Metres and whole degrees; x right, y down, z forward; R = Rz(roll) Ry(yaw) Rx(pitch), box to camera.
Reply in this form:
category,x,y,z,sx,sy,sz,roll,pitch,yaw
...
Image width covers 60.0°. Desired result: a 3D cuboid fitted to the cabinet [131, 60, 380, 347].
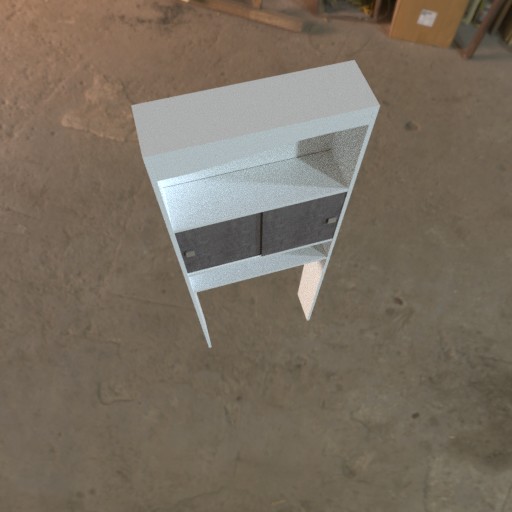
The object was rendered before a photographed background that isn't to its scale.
category,x,y,z,sx,sy,sz,roll,pitch,yaw
cabinet,0.000,0.000,1.978,0.643,1.770,0.192,-14,64,-7
